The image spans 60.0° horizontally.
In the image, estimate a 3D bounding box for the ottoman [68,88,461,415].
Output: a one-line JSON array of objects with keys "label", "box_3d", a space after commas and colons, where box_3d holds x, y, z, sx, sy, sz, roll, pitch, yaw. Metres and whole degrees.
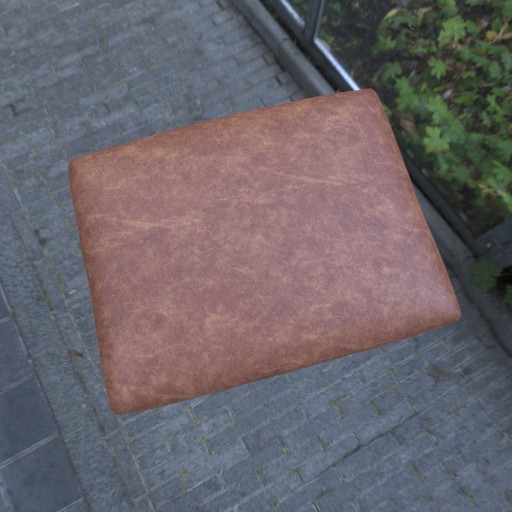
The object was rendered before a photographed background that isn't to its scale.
[{"label": "ottoman", "box_3d": [0.000, 0.000, 1.117, 0.742, 0.486, 0.586, -15, 76, -4]}]
